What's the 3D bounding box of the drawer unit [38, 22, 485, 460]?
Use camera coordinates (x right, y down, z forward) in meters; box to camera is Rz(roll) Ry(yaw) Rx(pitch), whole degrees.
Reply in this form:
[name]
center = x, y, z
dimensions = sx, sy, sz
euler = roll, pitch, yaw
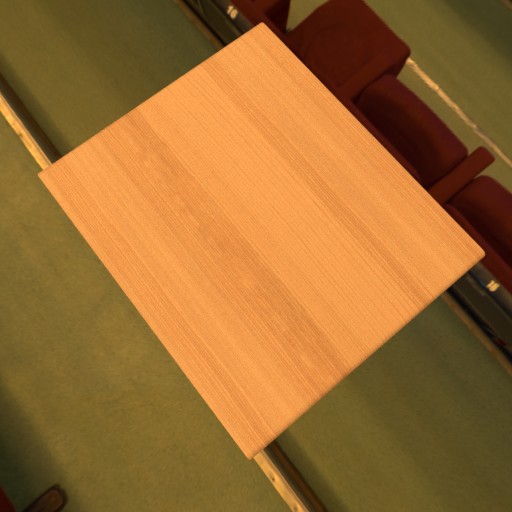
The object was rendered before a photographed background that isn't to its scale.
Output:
[drawer unit]
center = 0.000, 0.000, 0.599
dimensions = 0.290, 0.344, 0.344
euler = -38, 79, -9
